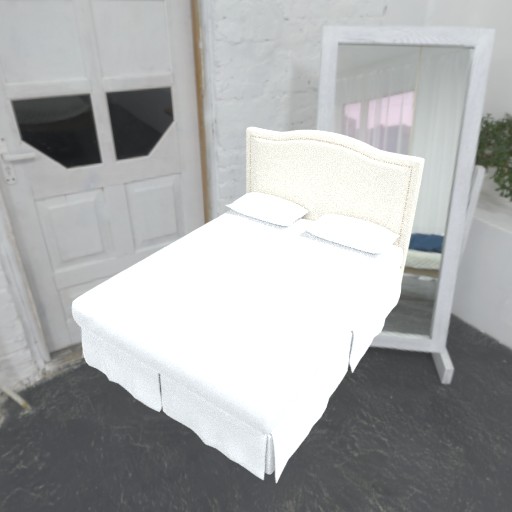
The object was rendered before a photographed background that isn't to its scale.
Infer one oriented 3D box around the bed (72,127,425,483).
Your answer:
[{"bbox_3d":[0.000,0.000,3.450,1.821,1.436,2.282,20,36,29],"label":"bed"}]
